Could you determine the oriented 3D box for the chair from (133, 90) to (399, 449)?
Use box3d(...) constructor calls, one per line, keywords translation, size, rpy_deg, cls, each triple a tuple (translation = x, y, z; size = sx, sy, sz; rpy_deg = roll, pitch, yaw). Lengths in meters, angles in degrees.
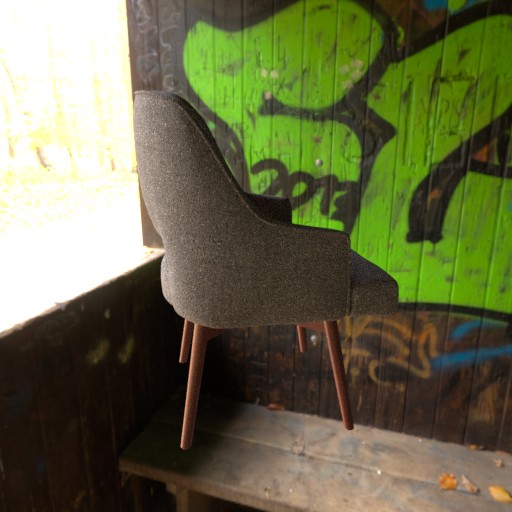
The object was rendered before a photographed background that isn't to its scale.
box3d(translation=(0.000, 0.000, 1.275), size=(0.629, 0.875, 0.608), rpy_deg=(-3, 16, -10), cls="chair")
